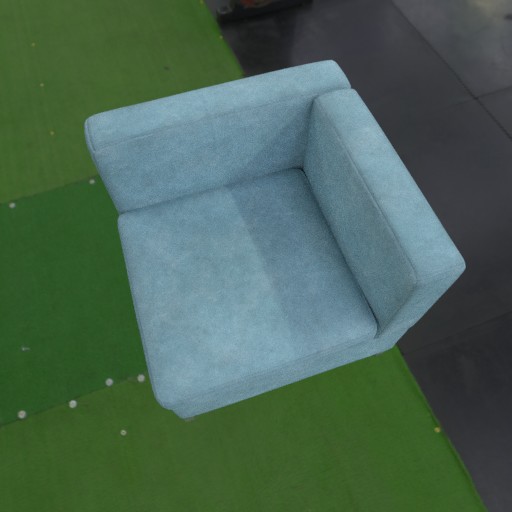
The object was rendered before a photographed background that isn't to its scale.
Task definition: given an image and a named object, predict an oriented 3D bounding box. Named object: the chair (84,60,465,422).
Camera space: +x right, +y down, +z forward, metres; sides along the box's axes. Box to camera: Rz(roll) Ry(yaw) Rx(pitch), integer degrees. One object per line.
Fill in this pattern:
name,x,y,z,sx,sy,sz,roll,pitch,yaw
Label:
chair,0.000,0.000,1.234,0.691,0.660,0.684,-17,63,-9
